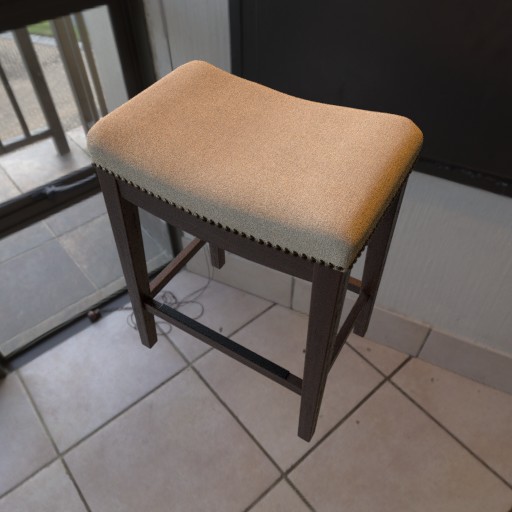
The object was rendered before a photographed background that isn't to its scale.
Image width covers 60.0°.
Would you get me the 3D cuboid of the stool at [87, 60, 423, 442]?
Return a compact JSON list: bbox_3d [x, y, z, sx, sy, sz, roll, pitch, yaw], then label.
[{"bbox_3d":[0.000,0.000,0.978,0.509,0.669,0.363,24,52,20],"label":"stool"}]
